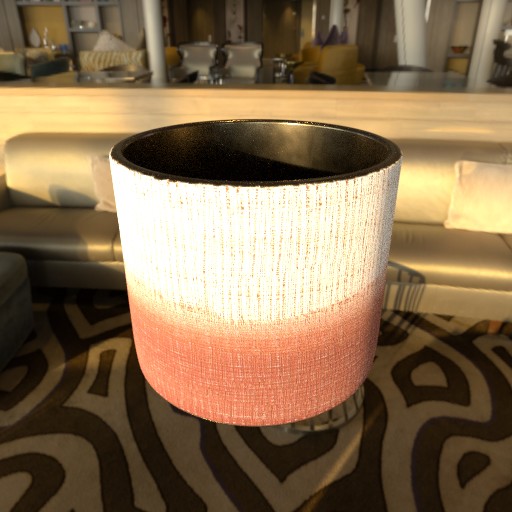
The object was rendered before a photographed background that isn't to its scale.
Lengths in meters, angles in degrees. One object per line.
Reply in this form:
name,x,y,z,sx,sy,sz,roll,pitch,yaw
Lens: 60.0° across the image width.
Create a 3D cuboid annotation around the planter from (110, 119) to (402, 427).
planter,0.000,0.000,0.309,0.178,0.157,0.178,0,27,0
